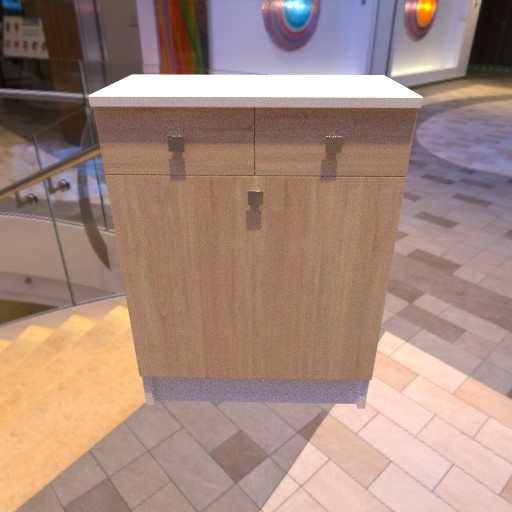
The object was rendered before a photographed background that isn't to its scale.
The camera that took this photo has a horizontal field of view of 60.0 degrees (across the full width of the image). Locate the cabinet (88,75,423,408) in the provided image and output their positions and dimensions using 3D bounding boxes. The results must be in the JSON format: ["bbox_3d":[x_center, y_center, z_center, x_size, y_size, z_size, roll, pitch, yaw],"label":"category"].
[{"bbox_3d":[0.000,0.000,1.117,0.600,0.815,0.296,1,29,1],"label":"cabinet"}]
